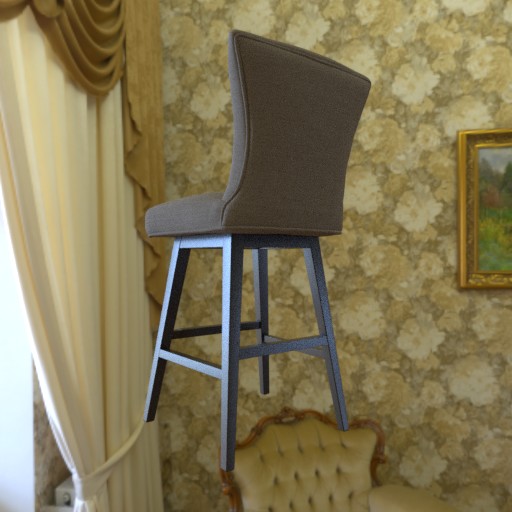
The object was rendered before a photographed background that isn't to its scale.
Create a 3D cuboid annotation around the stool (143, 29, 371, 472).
[{"bbox_3d":[0.000,0.000,1.388,0.514,1.086,0.574,0,0,-37],"label":"stool"}]
